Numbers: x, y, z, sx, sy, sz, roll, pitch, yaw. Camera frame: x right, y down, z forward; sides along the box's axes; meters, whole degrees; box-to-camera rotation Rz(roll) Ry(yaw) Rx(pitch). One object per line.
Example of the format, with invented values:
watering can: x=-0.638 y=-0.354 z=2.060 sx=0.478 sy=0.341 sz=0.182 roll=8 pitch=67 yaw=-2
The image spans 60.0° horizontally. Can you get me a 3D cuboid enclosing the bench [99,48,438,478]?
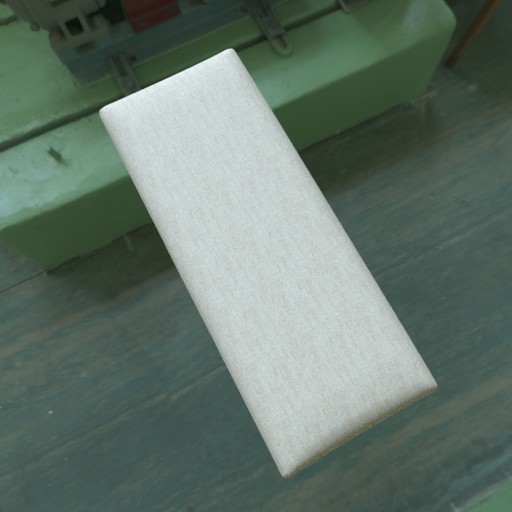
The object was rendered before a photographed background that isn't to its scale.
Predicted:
bench: x=0.000 y=0.000 z=1.250 sx=0.407 sy=0.456 sz=1.013 roll=-28 pitch=78 yaw=-6
